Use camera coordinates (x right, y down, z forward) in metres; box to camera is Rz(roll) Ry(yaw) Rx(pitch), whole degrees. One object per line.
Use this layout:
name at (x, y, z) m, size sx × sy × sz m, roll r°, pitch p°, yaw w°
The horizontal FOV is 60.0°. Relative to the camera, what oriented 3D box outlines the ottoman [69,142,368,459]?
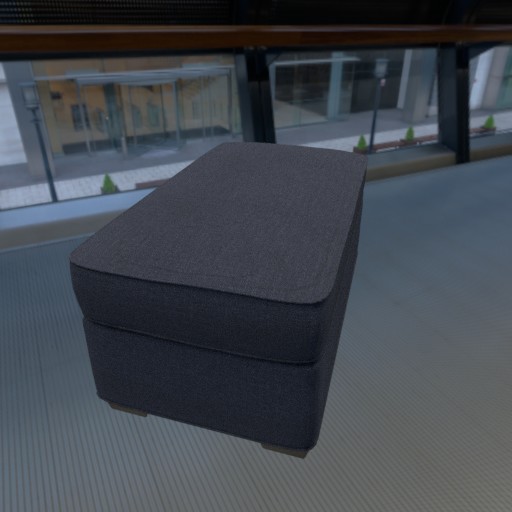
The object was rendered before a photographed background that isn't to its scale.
ottoman at (0.000, 0.000, 1.205) m, size 0.505 × 0.453 × 0.895 m, roll 9°, pitch 31°, yaw 15°
